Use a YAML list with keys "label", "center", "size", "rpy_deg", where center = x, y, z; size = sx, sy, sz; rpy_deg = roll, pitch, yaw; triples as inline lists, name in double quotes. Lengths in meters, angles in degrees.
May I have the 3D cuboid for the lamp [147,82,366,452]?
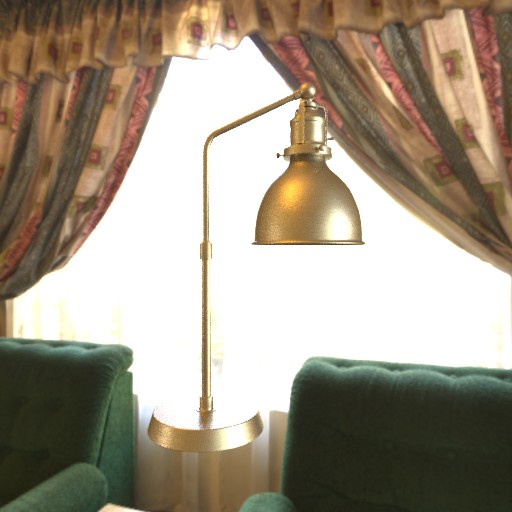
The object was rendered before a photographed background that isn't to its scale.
- label: "lamp"
  center: [0.000, 0.000, 0.588]
  size: [0.286, 0.456, 0.153]
  rpy_deg: [0, 1, 2]
